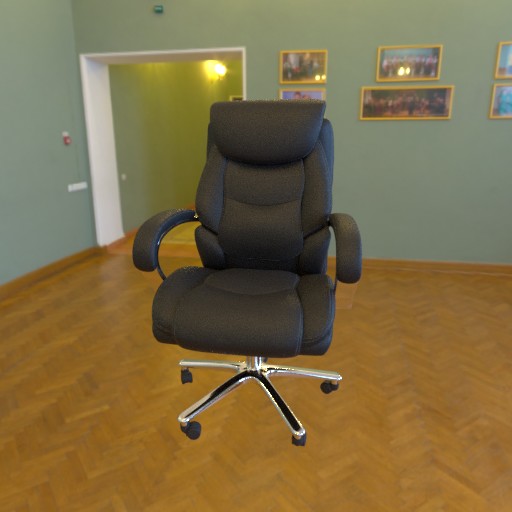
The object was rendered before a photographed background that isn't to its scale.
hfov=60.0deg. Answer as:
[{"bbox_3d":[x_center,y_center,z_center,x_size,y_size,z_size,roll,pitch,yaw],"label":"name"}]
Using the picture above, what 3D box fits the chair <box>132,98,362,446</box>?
[{"bbox_3d":[0.000,0.000,1.696,0.755,1.183,0.790,3,16,10],"label":"chair"}]
